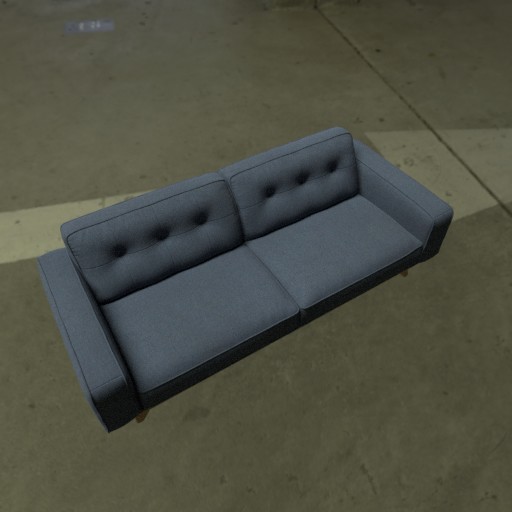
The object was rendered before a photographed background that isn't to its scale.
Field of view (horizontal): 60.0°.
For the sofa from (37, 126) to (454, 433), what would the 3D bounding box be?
[{"bbox_3d":[0.000,0.000,2.651,2.270,0.782,0.953,-24,51,-21],"label":"sofa"}]
